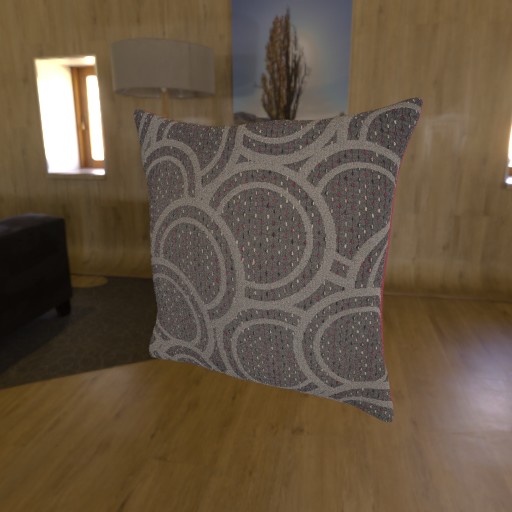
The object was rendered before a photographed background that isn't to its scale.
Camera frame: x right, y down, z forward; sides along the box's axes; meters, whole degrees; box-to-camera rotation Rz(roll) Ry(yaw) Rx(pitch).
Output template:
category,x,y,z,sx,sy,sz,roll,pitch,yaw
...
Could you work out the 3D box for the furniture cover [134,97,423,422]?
category,x,y,z,sx,sy,sz,roll,pitch,yaw
furniture cover,0.000,0.000,0.785,0.514,0.513,0.163,8,17,26
